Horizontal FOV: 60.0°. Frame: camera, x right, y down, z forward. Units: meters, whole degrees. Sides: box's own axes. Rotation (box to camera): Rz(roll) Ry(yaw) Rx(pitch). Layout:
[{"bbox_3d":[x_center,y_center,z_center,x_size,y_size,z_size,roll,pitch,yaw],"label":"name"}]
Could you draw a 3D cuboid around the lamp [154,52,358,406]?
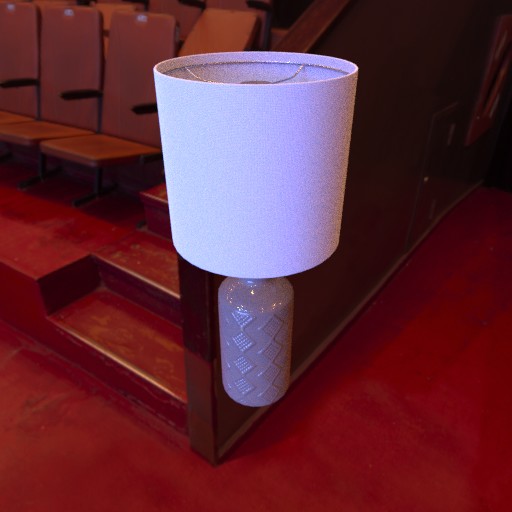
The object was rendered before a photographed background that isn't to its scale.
[{"bbox_3d":[0.000,0.000,0.576,0.207,0.461,0.207,20,37,29],"label":"lamp"}]
